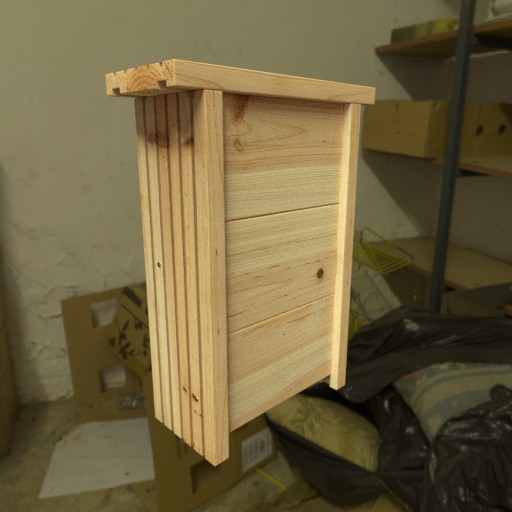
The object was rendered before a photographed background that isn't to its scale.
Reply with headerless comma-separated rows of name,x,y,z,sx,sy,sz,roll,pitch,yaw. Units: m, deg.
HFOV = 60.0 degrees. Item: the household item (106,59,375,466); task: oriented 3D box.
household item,0.000,0.000,0.553,0.301,0.407,0.123,-14,20,-42
